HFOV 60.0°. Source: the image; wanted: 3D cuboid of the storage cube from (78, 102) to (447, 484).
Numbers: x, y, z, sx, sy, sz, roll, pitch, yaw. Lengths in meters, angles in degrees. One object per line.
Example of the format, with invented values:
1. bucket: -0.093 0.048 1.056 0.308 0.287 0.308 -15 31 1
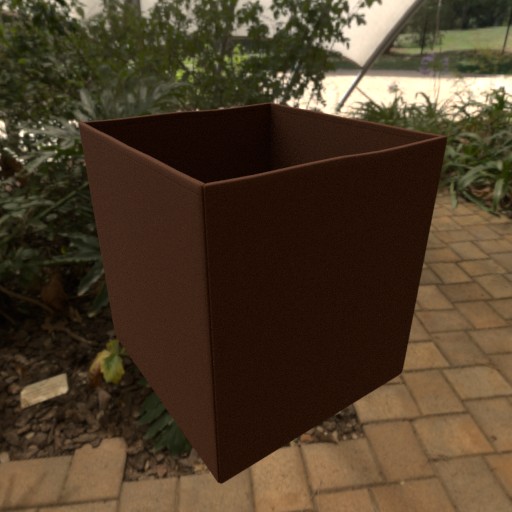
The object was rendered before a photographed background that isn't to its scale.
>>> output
1. storage cube: 0.000 0.000 0.495 0.270 0.280 0.270 -18 32 -31
